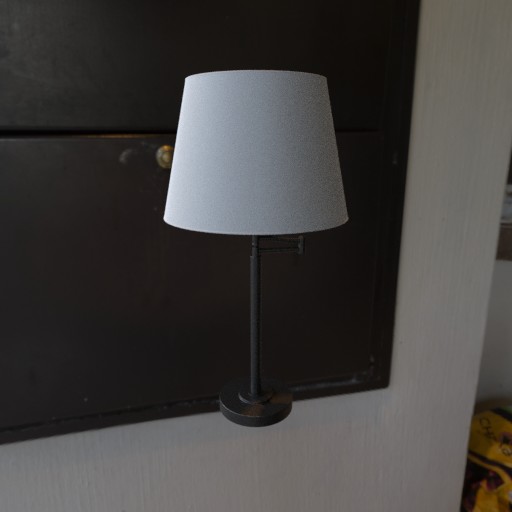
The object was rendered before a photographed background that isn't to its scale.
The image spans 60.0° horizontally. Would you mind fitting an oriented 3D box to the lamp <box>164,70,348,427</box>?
[{"bbox_3d":[0.000,0.000,0.912,0.363,0.696,0.363,0,15,0],"label":"lamp"}]
